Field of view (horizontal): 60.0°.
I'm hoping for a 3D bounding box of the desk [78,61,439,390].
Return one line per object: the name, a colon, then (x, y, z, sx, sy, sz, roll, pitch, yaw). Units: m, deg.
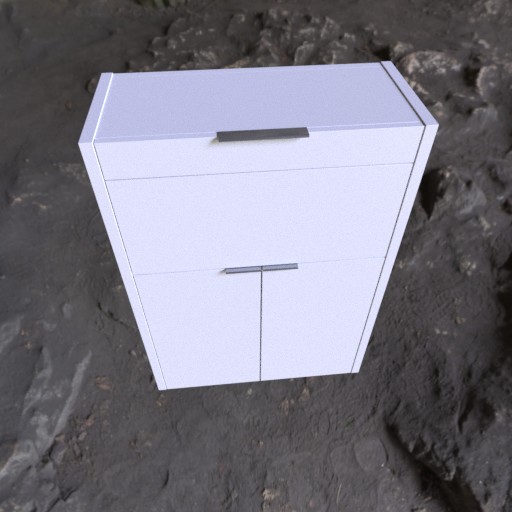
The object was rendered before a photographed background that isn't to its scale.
desk: (0.000, 0.000, 1.590, 0.850, 1.190, 0.390, -4, 46, -4)
